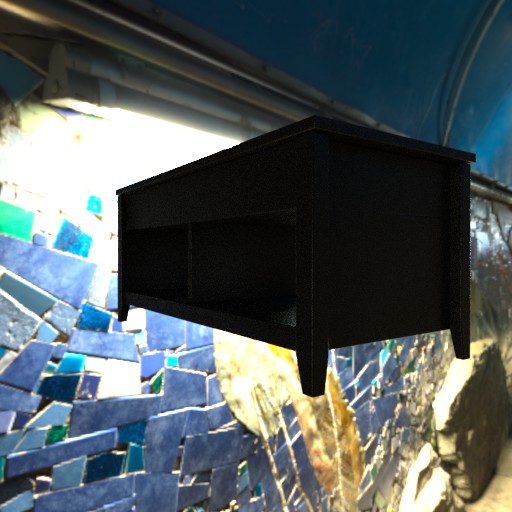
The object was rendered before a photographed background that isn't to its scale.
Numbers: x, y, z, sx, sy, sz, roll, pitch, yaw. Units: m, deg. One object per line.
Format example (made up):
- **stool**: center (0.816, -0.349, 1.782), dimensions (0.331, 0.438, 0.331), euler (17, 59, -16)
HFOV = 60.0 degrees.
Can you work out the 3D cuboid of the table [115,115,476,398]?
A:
- **table**: center (0.000, 0.000, 1.262), dimensions (0.483, 0.457, 1.016), euler (0, 0, -35)
